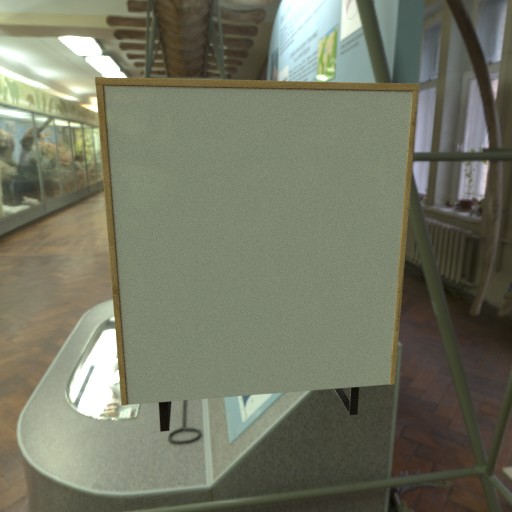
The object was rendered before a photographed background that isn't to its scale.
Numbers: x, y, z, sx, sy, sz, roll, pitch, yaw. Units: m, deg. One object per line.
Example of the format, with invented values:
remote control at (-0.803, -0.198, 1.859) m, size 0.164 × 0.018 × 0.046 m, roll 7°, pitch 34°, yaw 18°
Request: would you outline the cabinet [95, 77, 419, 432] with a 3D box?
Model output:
cabinet at (0.000, 0.000, 1.968) m, size 1.168 × 1.397 × 0.473 m, roll -2°, pitch 14°, yaw -8°
